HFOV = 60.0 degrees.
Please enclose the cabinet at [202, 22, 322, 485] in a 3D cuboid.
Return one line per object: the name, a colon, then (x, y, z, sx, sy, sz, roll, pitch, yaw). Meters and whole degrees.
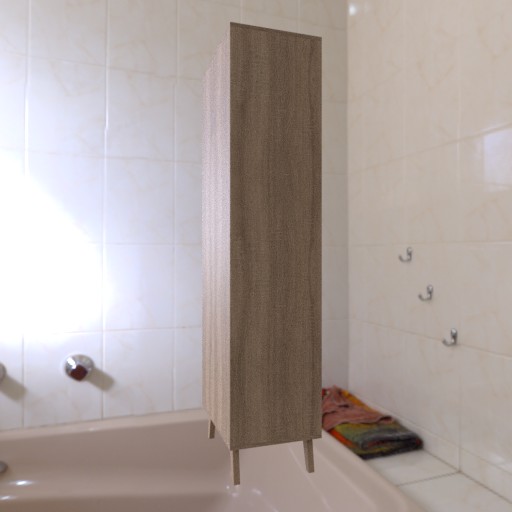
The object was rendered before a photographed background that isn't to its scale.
cabinet: (0.000, 0.000, 2.083, 0.400, 1.850, 0.570, 0, 0, -18)
